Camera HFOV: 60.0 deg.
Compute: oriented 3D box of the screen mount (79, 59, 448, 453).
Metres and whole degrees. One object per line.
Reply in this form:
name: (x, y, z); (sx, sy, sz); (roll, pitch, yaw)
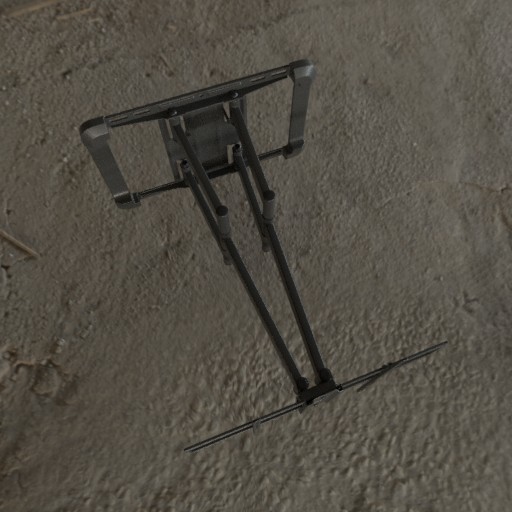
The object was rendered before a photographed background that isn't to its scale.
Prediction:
screen mount: (0.000, 0.000, 1.319); (0.725, 0.483, 0.905); (-19, 66, -9)
